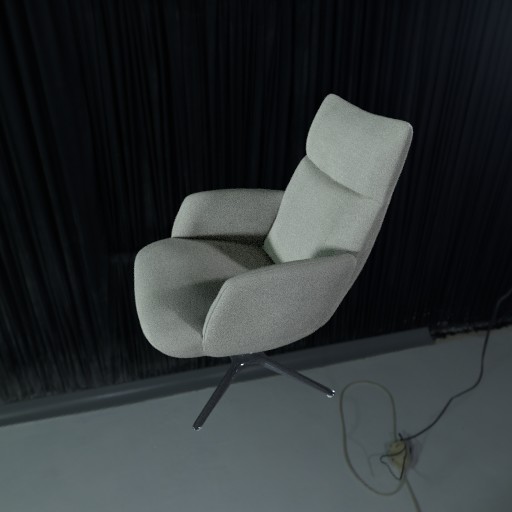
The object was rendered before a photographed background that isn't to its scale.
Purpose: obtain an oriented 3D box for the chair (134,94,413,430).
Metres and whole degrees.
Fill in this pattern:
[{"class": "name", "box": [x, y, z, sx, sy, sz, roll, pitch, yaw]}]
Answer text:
[{"class": "chair", "box": [0.000, 0.000, 1.624, 0.889, 1.016, 0.711, -9, 31, -15]}]
